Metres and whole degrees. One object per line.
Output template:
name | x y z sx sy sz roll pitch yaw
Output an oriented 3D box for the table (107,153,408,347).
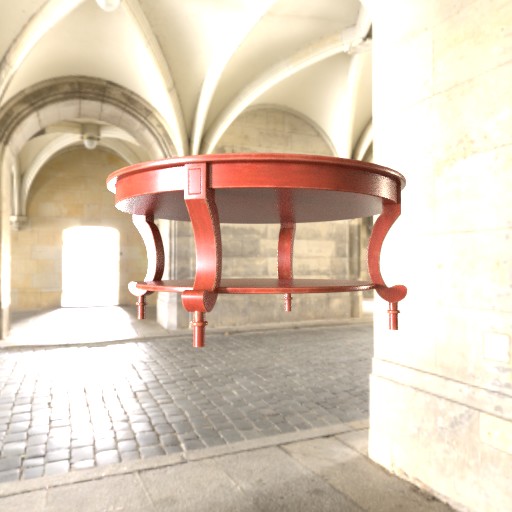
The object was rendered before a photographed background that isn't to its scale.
table | 0.000 0.000 1.593 1.029 0.486 1.029 0 -1 0
